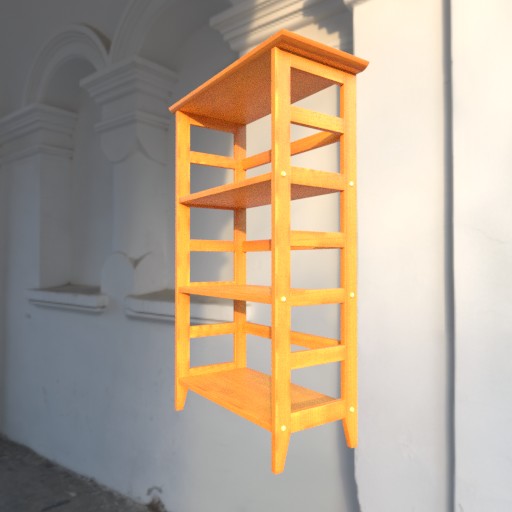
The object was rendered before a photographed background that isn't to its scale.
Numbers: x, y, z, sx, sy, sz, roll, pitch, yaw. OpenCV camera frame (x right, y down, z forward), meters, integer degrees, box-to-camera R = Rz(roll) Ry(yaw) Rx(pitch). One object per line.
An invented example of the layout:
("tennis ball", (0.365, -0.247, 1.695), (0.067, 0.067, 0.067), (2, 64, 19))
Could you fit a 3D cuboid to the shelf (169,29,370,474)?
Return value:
("shelf", (0.000, 0.000, 1.399), (0.305, 1.067, 0.660), (1, -1, -35))
